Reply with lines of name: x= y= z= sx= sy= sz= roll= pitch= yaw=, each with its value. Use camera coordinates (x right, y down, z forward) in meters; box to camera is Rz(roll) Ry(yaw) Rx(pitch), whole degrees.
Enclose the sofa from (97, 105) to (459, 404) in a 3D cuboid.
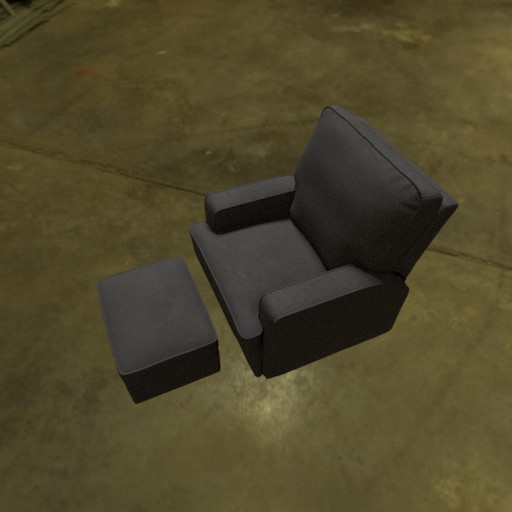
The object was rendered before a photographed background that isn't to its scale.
sofa: x=0.000 y=0.000 z=2.073 sx=1.472 sy=0.959 sz=0.861 roll=-18 pitch=50 yaw=-16
